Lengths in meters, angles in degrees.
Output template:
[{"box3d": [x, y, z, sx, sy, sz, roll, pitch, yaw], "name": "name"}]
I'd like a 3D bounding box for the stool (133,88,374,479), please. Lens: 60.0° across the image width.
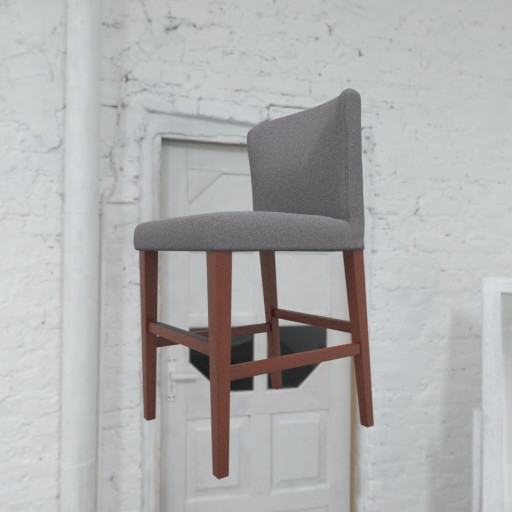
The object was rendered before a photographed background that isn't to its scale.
[{"box3d": [0.000, 0.000, 1.286, 0.568, 0.968, 0.481, -1, 1, -36], "name": "stool"}]
